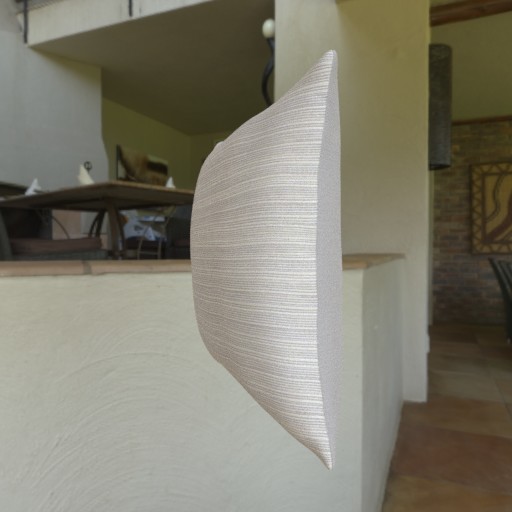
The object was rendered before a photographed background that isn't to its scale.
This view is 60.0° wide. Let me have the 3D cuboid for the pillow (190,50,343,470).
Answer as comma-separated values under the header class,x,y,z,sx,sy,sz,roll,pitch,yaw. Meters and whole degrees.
class,x,y,z,sx,sy,sz,roll,pitch,yaw
pillow,0.000,0.000,0.756,0.204,0.497,0.512,0,1,-19
